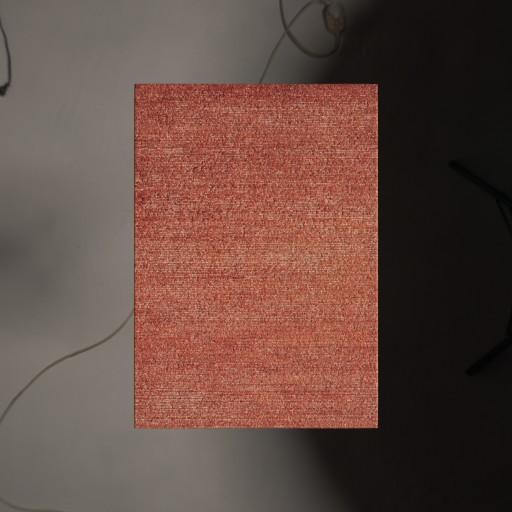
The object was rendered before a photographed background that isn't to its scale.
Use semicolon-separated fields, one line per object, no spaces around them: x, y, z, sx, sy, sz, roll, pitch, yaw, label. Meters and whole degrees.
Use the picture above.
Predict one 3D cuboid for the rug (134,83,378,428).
0.000;0.000;5.104;2.803;0.025;3.965;0;90;0;rug
